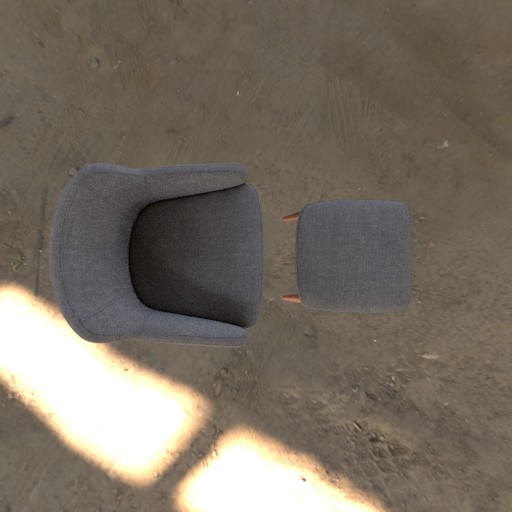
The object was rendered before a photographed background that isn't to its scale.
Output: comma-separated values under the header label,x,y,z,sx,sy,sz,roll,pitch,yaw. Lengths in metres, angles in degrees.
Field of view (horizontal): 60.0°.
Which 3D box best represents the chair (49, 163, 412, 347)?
label,x,y,z,sx,sy,sz,roll,pitch,yaw
chair,0.000,0.000,1.559,1.107,0.799,0.584,0,88,-1
